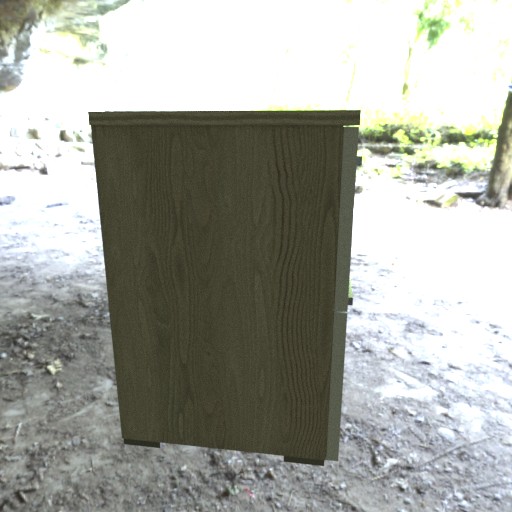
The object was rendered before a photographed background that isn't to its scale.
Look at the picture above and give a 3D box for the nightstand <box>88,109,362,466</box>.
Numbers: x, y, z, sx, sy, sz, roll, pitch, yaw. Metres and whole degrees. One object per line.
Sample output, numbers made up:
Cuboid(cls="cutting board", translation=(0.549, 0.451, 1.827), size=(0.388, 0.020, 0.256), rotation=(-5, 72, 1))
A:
Cuboid(cls="nightstand", translation=(0.000, 0.000, 0.762), size=(0.325, 0.461, 0.442), rotation=(2, 16, 8))
